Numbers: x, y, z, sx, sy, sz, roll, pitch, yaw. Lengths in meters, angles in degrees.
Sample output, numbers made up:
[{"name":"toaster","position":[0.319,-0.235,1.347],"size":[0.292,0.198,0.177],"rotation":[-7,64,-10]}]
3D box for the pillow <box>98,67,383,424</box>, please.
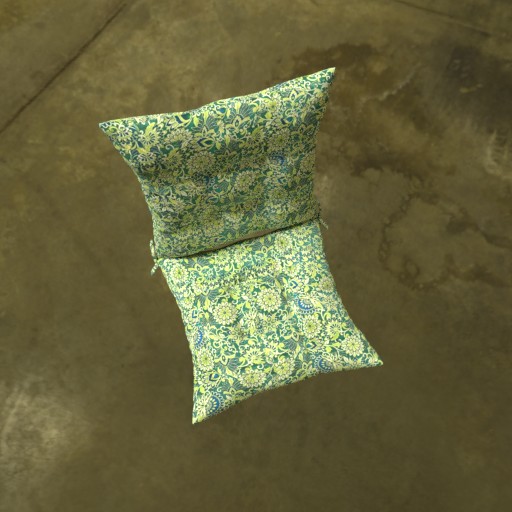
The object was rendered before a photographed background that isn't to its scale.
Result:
[{"name":"pillow","position":[0.000,0.000,1.034],"size":[0.541,0.536,0.585],"rotation":[-16,65,-7]}]
